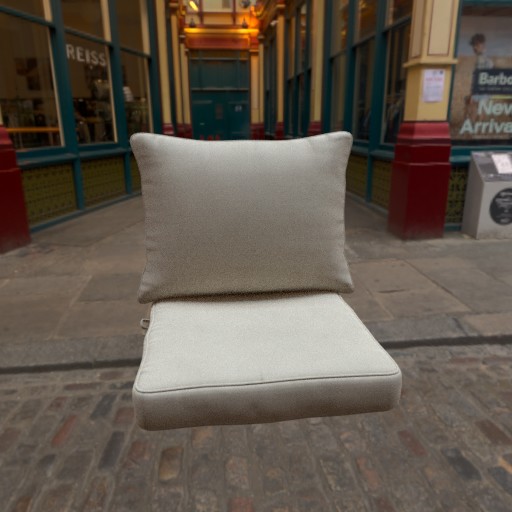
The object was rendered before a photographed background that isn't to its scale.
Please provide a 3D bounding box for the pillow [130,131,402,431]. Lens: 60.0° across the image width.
[{"bbox_3d":[0.000,0.000,1.358,0.798,0.716,0.733,-2,18,-7],"label":"pillow"}]
